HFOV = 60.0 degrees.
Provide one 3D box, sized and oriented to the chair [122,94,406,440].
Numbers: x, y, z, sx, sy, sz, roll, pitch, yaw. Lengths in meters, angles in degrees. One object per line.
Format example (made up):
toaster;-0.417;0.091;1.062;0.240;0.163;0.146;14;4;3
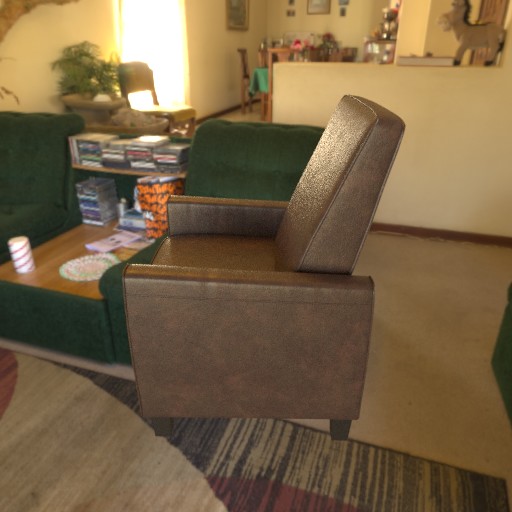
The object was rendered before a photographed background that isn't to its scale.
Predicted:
chair;0.000;0.000;1.517;0.746;1.013;0.705;0;26;1
